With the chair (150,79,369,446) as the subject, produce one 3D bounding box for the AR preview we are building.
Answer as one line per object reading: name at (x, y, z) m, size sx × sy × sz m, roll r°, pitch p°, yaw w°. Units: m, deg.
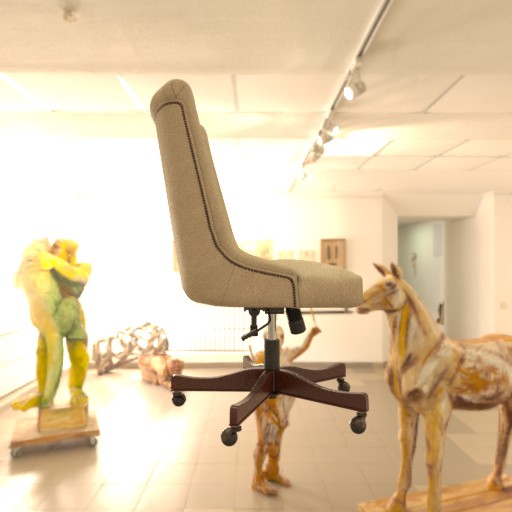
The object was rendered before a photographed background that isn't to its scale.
chair at (0.000, 0.000, 1.473) m, size 0.696 × 1.010 × 0.645 m, roll 0°, pitch 0°, yaw -1°
